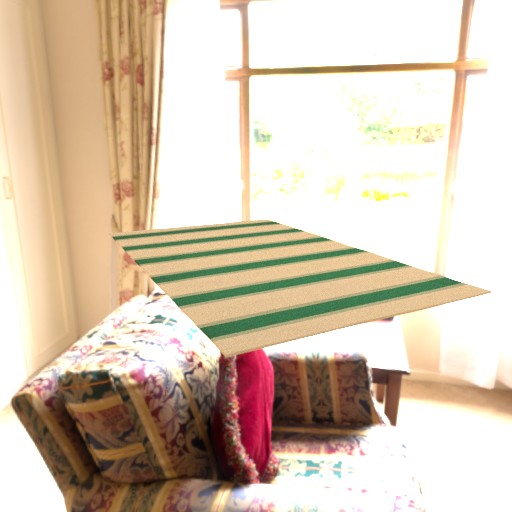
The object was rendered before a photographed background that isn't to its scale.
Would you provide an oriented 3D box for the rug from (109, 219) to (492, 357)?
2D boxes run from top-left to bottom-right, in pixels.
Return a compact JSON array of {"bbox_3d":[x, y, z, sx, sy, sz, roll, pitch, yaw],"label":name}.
[{"bbox_3d":[0.000,0.000,3.017,1.521,0.015,2.436,-8,17,-26],"label":"rug"}]
